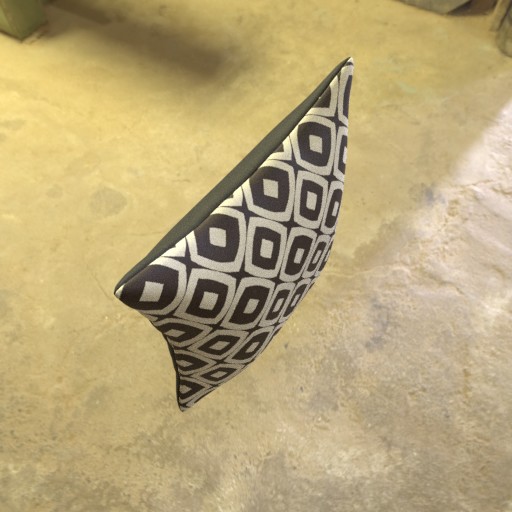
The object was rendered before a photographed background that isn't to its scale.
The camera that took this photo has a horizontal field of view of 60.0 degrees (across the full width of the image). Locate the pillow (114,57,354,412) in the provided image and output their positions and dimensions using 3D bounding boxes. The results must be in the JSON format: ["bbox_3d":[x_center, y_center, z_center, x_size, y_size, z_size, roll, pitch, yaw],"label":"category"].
[{"bbox_3d":[0.000,0.000,0.775,0.188,0.494,0.504,31,62,18],"label":"pillow"}]
